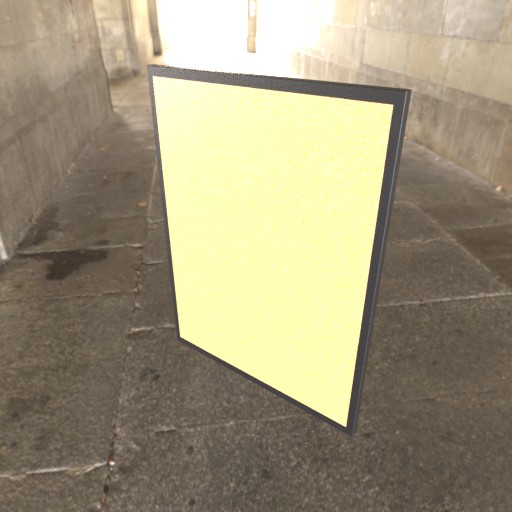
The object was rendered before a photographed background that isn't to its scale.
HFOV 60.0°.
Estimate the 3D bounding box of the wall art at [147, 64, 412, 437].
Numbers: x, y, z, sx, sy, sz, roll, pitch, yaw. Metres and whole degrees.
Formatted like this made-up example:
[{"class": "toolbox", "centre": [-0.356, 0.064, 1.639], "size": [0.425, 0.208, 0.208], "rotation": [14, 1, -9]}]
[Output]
[{"class": "wall art", "centre": [0.000, 0.000, 1.348], "size": [0.774, 1.027, 0.030], "rotation": [20, 35, 31]}]
